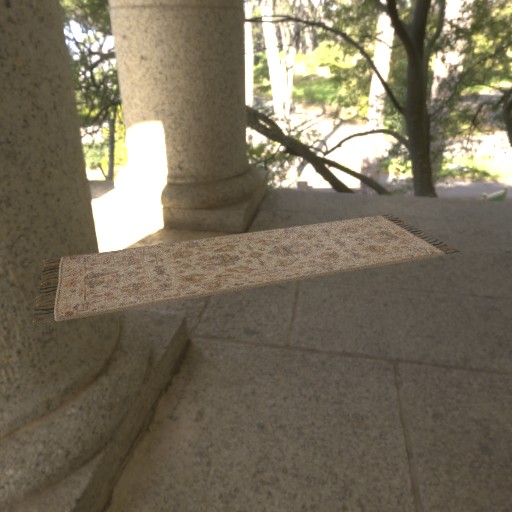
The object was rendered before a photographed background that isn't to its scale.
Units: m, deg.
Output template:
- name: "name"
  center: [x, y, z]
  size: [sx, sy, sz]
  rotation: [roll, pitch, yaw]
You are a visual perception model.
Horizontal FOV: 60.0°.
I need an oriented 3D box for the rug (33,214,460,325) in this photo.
- name: "rug"
  center: [0.000, 0.000, 2.701]
  size: [2.438, 0.021, 0.729]
  rotation: [-9, 27, -17]
